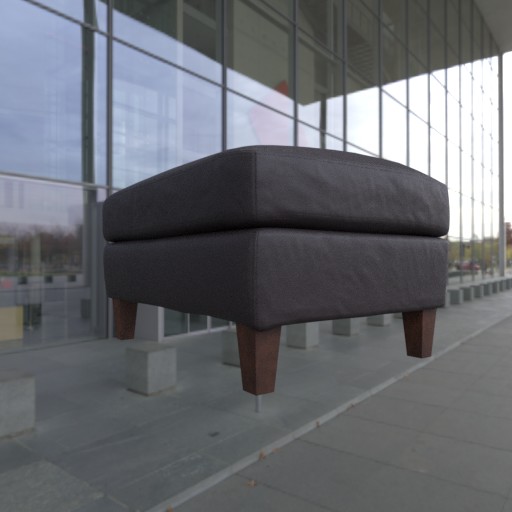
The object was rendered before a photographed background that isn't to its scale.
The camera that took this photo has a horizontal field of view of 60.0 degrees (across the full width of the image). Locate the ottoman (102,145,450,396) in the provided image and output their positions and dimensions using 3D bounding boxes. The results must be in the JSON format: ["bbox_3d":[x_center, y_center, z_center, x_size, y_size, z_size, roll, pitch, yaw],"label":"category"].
[{"bbox_3d":[0.000,0.000,1.297,0.659,0.529,0.887,0,-1,-36],"label":"ottoman"}]
